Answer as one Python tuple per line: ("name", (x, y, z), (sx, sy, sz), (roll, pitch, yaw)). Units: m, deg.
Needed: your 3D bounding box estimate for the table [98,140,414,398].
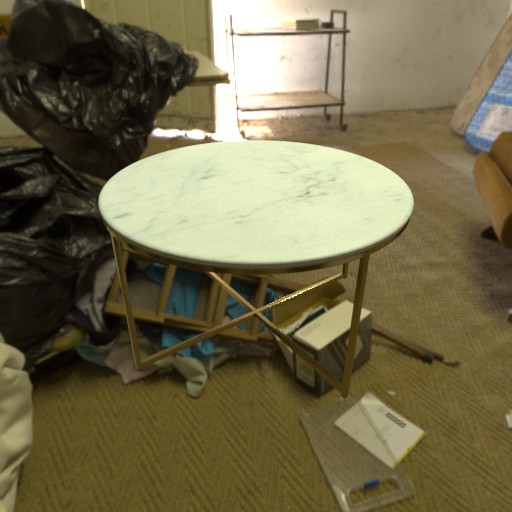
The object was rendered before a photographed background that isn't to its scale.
("table", (0.000, 0.000, 1.288), (0.800, 0.450, 0.800), (0, 31, 0))
